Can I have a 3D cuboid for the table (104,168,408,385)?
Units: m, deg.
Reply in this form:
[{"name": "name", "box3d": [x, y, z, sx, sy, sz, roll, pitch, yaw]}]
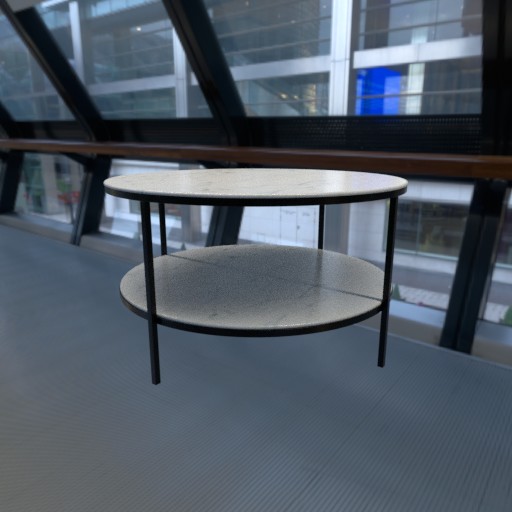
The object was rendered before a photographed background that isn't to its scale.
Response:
[{"name": "table", "box3d": [0.000, 0.000, 1.282, 0.800, 0.450, 0.800, 0, 15, 0]}]
